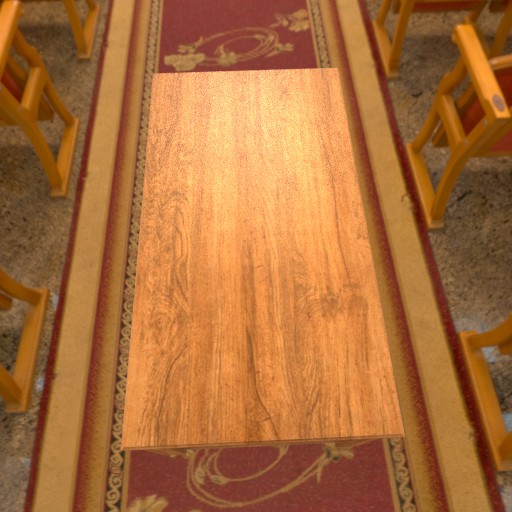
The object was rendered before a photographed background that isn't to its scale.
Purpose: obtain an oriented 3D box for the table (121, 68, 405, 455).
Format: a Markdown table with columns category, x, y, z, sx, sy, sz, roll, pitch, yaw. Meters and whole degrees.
| category | x | y | z | sx | sy | sz | roll | pitch | yaw |
| --- | --- | --- | --- | --- | --- | --- | --- | --- | --- |
| table | 0.000 | 0.000 | 1.433 | 0.635 | 0.480 | 1.150 | -2 | 63 | -1 |
